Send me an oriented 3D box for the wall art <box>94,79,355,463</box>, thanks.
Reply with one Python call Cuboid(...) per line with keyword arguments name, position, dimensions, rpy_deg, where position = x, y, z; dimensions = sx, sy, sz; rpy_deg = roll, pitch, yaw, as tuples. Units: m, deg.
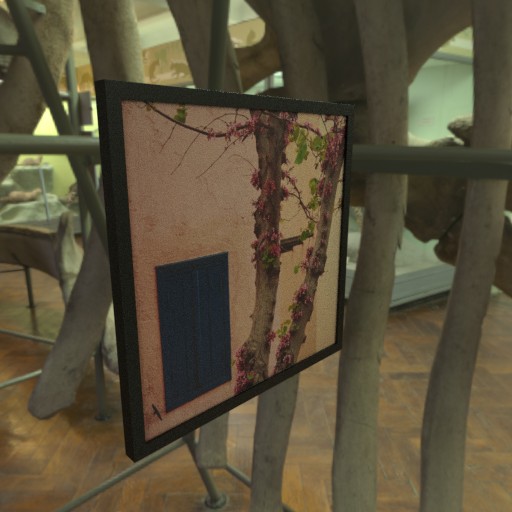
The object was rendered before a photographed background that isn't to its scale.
Cuboid(name="wall art", position=(0.000, 0.000, 1.118), dimensions=(0.762, 0.762, 0.038), rpy_deg=(-14, 20, -43))
